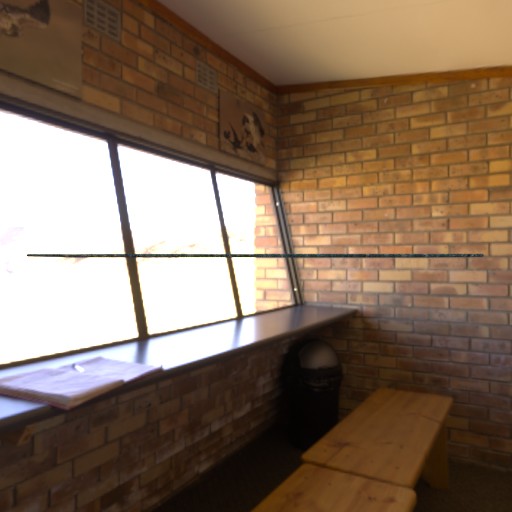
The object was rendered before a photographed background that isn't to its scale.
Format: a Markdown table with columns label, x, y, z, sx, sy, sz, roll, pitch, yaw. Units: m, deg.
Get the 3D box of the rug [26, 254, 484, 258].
| label | x | y | z | sx | sy | sz | roll | pitch | yaw |
| --- | --- | --- | --- | --- | --- | --- | --- | --- | --- |
| rug | 0.000 | 0.000 | 2.545 | 2.286 | 0.016 | 0.676 | 0 | -1 | -1 |
